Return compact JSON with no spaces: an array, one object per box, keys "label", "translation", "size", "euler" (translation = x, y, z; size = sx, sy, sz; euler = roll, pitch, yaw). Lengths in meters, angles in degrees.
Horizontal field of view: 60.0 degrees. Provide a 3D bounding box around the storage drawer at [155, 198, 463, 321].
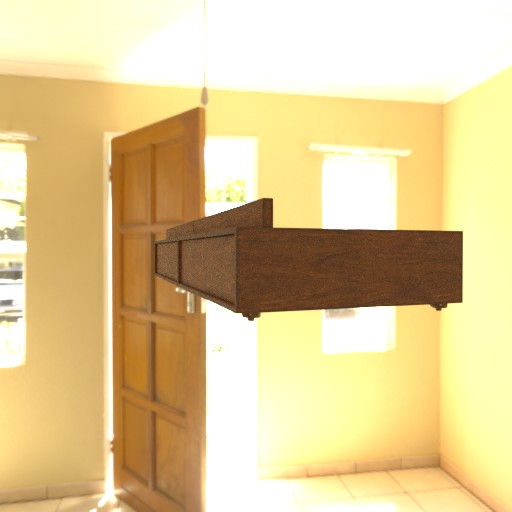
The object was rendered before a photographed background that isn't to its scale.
[{"label":"storage drawer","translation":[0.000,0.000,2.195],"size":[0.774,0.339,1.914],"euler":[0,1,-19]}]
